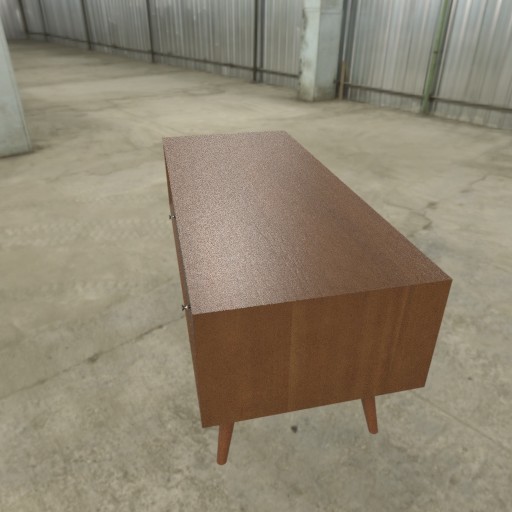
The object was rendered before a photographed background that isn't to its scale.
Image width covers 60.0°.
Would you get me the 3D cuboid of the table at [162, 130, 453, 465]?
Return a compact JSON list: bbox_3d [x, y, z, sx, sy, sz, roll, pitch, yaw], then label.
[{"bbox_3d":[0.000,0.000,1.359,0.490,0.464,1.119,-6,30,-11],"label":"table"}]
